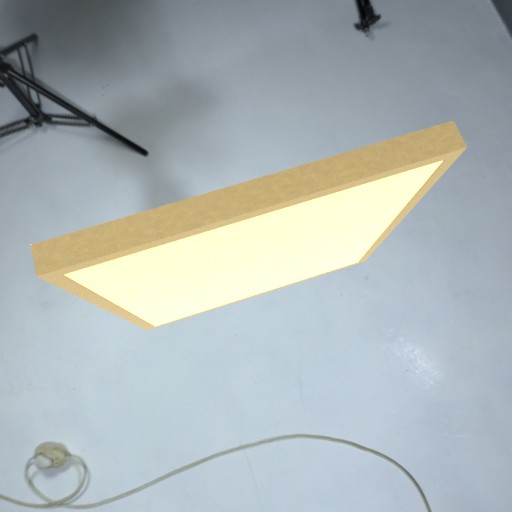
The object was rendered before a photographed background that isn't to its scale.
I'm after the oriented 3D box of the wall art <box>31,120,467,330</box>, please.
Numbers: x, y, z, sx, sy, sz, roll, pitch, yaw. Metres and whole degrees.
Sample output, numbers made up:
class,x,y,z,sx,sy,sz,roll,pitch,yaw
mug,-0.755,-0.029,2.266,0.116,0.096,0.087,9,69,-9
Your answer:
class,x,y,z,sx,sy,sz,roll,pitch,yaw
wall art,0.000,0.000,1.889,1.284,1.284,0.095,-17,75,-5
